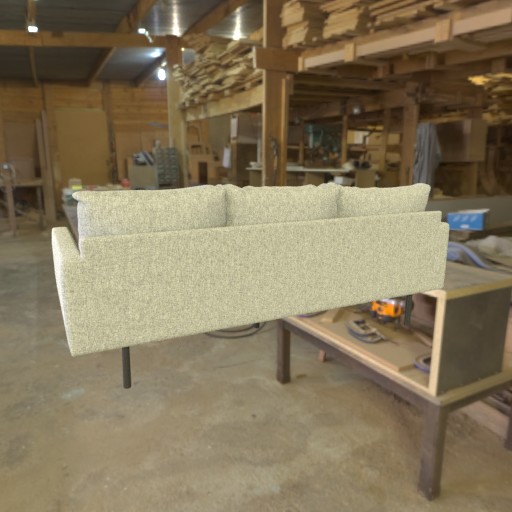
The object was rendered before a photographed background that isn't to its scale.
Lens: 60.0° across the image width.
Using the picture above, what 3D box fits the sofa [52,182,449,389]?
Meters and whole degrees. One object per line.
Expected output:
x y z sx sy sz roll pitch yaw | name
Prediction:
0.000 0.000 2.432 2.000 0.830 0.850 -6 14 -26 | sofa
